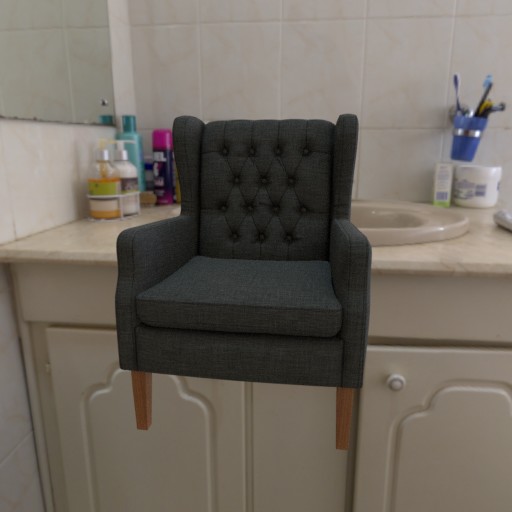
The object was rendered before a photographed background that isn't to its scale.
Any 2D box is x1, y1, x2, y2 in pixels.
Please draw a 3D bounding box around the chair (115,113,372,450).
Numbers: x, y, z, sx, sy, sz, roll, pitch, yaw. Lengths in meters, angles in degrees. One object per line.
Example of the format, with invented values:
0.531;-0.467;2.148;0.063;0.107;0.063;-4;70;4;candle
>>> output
0.000;0.000;1.515;0.711;0.953;0.775;2;14;9;chair
